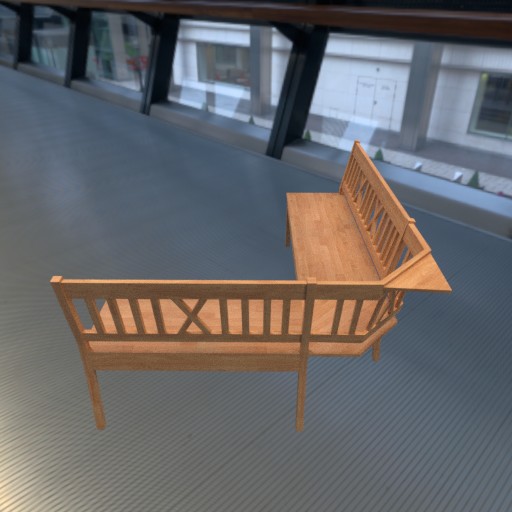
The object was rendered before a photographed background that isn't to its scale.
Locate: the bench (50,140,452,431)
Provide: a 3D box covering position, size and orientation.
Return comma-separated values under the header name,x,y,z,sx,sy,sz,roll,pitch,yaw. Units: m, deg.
name,x,y,z,sx,sy,sz,roll,pitch,yaw
bench,0.000,0.000,2.727,1.537,0.902,1.937,0,30,0
